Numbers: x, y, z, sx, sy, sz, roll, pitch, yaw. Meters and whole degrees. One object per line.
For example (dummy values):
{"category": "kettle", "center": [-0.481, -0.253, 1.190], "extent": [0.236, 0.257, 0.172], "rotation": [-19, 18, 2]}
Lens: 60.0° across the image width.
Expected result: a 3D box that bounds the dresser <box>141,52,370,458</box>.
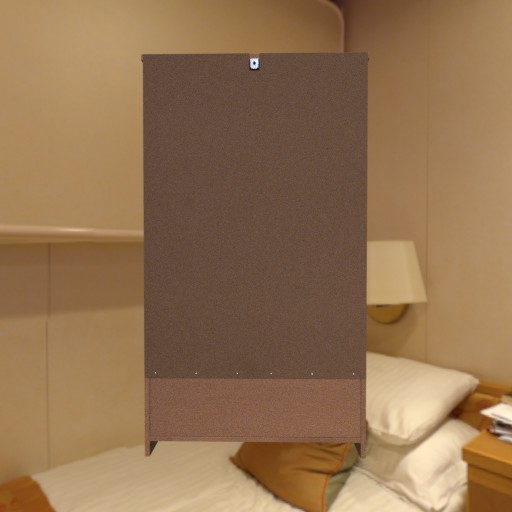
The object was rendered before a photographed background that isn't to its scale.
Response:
{"category": "dresser", "center": [0.000, 0.000, 1.571], "extent": [0.704, 1.255, 0.399], "rotation": [0, 1, 1]}
